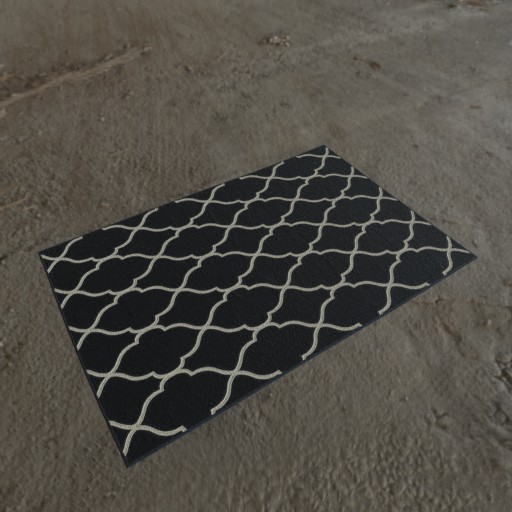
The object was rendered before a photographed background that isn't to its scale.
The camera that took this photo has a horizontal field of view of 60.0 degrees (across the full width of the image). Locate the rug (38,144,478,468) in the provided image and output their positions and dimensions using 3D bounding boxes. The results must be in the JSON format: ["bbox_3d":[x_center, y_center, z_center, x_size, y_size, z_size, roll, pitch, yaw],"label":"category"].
[{"bbox_3d":[0.000,0.000,2.743,2.290,0.014,1.526,-25,51,-22],"label":"rug"}]
